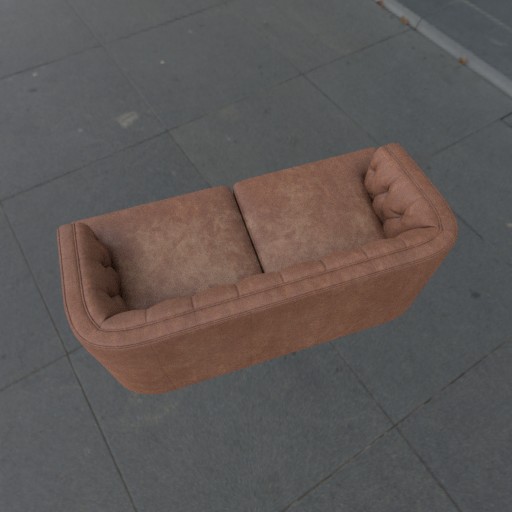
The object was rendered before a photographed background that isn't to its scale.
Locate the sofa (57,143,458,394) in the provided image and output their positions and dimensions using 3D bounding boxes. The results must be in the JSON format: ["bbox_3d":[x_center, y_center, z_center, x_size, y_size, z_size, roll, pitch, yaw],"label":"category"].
[{"bbox_3d":[0.000,0.000,2.251,1.755,0.786,0.914,-16,60,-9],"label":"sofa"}]
